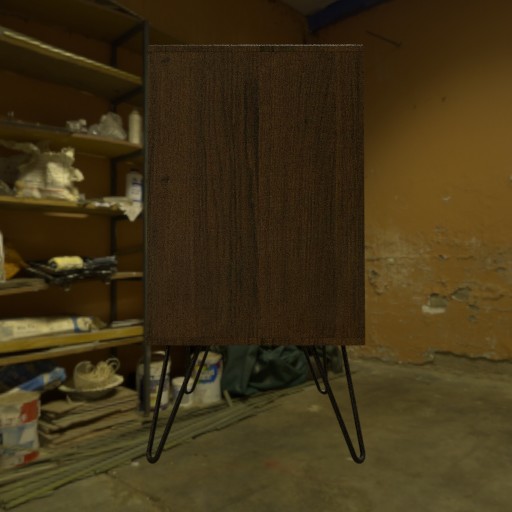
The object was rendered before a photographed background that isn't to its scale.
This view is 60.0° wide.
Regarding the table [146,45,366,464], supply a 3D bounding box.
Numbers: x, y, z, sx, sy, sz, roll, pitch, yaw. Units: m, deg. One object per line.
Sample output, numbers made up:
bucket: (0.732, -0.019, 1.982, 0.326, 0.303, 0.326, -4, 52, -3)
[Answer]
table: (0.000, 0.000, 1.172, 0.457, 0.866, 0.526, 0, -2, 0)
